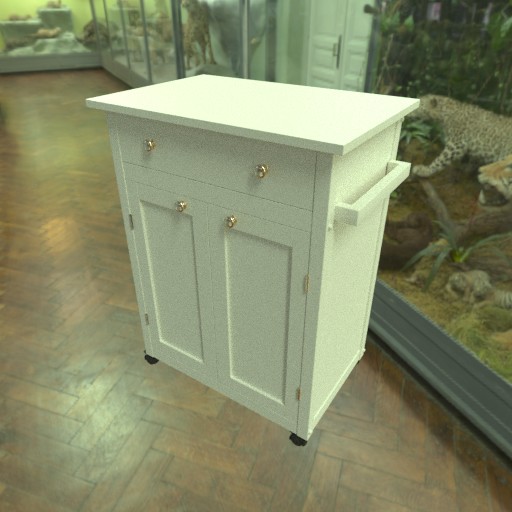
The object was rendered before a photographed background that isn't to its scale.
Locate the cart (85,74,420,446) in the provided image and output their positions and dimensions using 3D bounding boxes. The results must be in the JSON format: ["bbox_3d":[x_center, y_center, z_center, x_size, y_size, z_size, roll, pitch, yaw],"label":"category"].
[{"bbox_3d":[0.000,0.000,1.273,0.683,0.864,0.442,19,36,28],"label":"cart"}]
